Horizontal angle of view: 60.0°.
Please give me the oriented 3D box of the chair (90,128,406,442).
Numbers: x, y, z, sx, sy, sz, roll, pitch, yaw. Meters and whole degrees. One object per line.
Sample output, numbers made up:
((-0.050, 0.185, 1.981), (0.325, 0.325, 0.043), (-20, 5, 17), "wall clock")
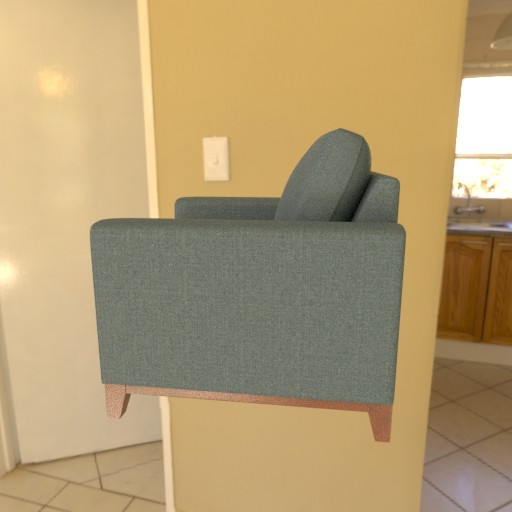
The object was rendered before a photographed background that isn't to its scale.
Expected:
((0.000, 0.000, 1.895), (1.038, 1.010, 1.024), (2, 13, 8), "chair")
